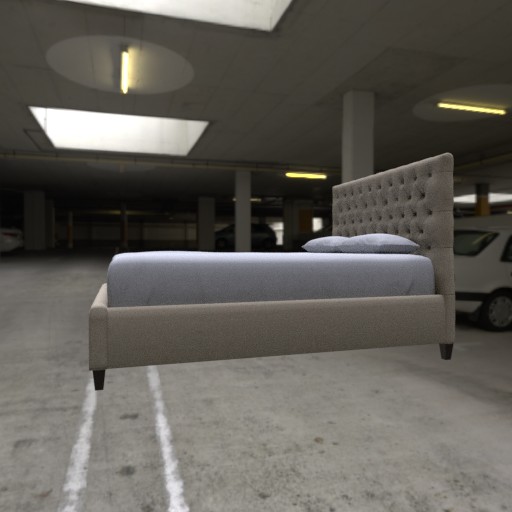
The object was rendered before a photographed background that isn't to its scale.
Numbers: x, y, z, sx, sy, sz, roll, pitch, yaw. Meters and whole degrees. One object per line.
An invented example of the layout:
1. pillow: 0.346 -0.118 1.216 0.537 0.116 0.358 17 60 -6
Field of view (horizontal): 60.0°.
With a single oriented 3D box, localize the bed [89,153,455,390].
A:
1. bed: 0.000 0.000 3.506 2.387 1.427 1.698 0 1 -17
